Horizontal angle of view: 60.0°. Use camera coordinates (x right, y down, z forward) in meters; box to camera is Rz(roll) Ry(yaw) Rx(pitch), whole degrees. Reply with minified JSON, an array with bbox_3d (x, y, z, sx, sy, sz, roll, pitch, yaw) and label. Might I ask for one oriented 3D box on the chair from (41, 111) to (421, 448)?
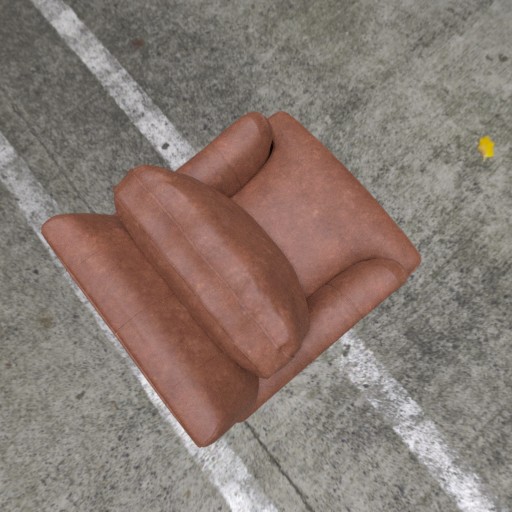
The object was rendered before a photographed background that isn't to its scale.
[{"bbox_3d":[0.000,0.000,1.910,1.158,1.055,0.986,-38,79,-9],"label":"chair"}]
